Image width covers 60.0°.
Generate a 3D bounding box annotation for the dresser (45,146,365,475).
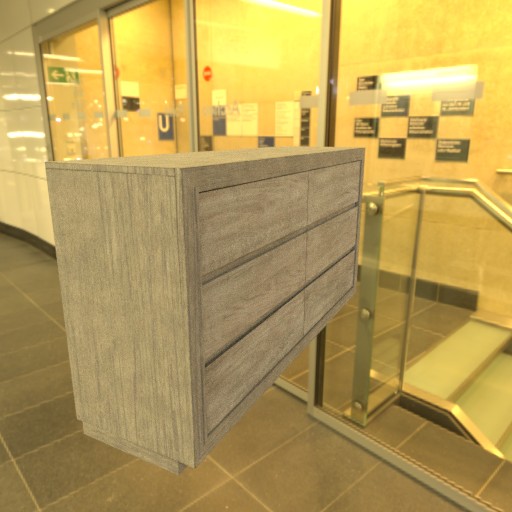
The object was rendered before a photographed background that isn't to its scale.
[{"bbox_3d":[0.000,0.000,1.952,0.483,0.889,1.628,8,18,27],"label":"dresser"}]
